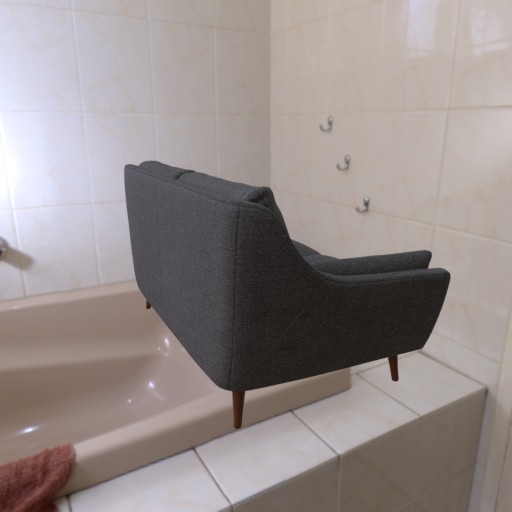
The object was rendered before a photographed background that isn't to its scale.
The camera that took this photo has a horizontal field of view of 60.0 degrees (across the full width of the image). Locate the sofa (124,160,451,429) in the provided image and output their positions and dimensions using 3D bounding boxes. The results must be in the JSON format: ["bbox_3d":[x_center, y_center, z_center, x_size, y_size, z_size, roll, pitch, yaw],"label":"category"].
[{"bbox_3d":[0.000,0.000,2.236,0.976,0.887,1.646,-9,18,-27],"label":"sofa"}]
